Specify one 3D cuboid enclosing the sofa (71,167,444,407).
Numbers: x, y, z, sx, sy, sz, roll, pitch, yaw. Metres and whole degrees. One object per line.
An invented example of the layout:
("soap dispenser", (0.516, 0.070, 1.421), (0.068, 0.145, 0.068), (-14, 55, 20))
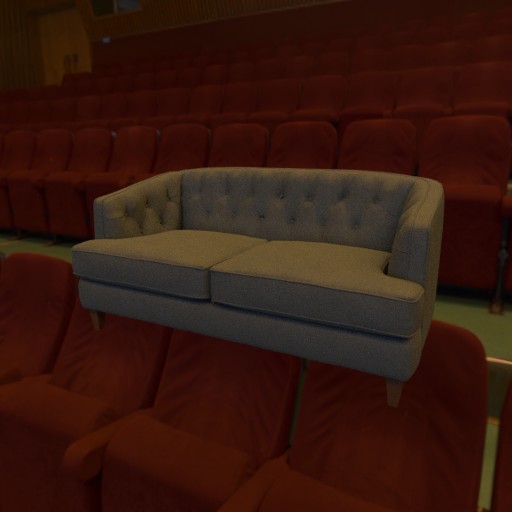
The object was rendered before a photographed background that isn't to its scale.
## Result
("sofa", (0.000, 0.000, 2.287), (1.733, 0.855, 0.941), (7, 16, 27))
